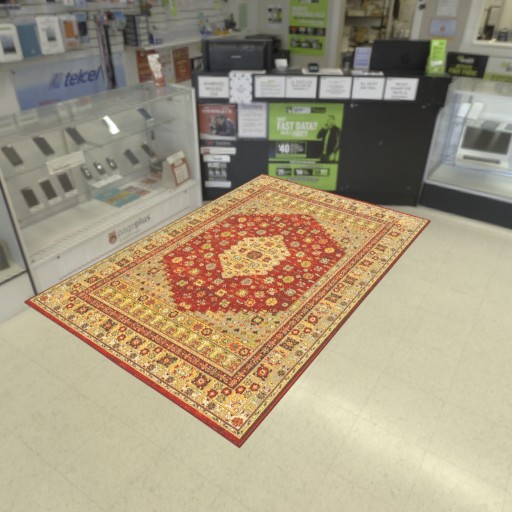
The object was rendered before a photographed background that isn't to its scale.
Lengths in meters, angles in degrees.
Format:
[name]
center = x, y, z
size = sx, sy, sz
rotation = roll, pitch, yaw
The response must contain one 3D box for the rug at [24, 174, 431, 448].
[rug]
center = 0.000, 0.000, 2.252
size = 1.194, 0.013, 1.802
rotation = 22, 39, 30
